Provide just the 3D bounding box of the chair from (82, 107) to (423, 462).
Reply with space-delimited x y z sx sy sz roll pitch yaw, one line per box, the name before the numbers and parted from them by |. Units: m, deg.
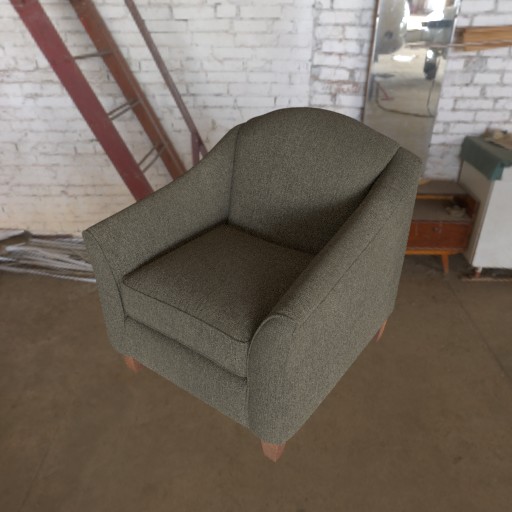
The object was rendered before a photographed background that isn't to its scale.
chair | 0.000 0.000 1.466 0.763 0.839 0.787 20 35 31
